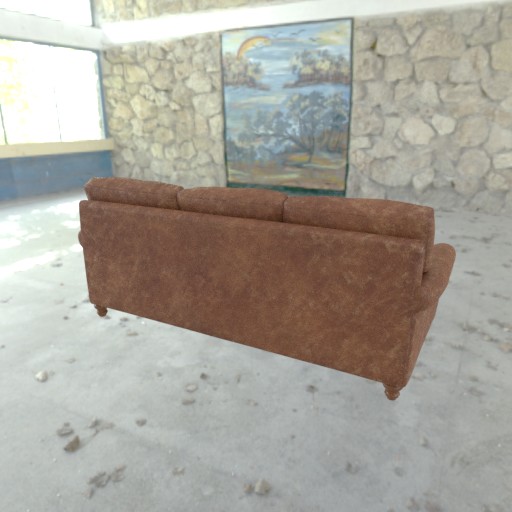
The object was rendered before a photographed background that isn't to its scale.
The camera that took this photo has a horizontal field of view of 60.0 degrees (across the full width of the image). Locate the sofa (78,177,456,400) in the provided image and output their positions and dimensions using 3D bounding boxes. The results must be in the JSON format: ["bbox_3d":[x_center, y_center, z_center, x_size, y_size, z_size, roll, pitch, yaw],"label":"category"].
[{"bbox_3d":[0.000,0.000,2.897,2.351,0.977,0.973,9,20,27],"label":"sofa"}]
